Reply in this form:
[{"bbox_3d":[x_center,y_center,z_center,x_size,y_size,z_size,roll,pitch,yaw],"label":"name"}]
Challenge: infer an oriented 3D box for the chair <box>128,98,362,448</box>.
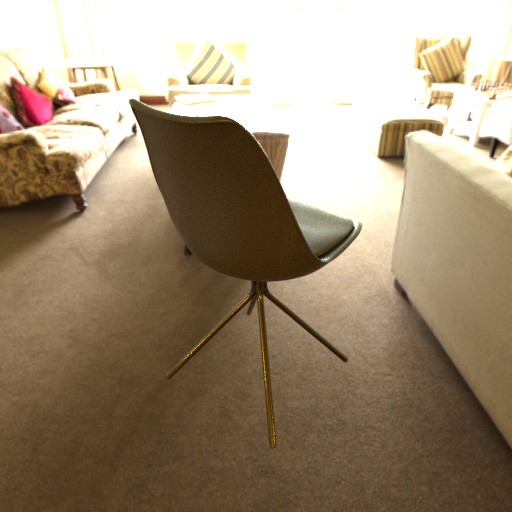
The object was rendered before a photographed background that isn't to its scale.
[{"bbox_3d":[0.000,0.000,1.175,0.461,0.850,0.525,21,37,32],"label":"chair"}]
